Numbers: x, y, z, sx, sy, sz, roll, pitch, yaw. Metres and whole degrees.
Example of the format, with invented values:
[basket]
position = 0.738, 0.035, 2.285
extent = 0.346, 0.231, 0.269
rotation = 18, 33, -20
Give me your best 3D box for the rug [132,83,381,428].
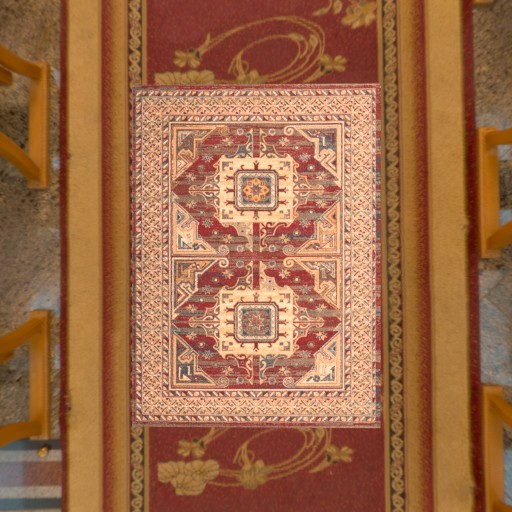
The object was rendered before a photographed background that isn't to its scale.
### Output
[rug]
position = 0.000, 0.000, 2.855
extent = 1.599, 0.011, 2.210
rotation = 0, 90, 1
